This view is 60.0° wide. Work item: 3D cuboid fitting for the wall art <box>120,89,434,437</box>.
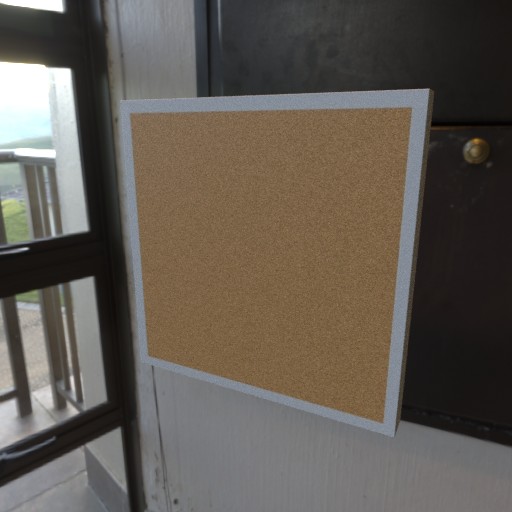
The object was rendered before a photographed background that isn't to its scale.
[{"bbox_3d":[0.000,0.000,0.600,0.406,0.406,0.038,8,18,26],"label":"wall art"}]
